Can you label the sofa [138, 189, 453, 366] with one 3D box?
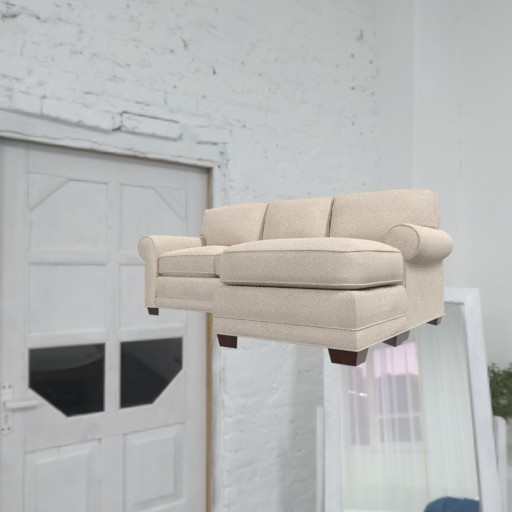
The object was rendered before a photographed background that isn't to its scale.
[{"bbox_3d":[0.000,0.000,2.387,1.770,0.734,1.226,0,-1,36],"label":"sofa"}]
